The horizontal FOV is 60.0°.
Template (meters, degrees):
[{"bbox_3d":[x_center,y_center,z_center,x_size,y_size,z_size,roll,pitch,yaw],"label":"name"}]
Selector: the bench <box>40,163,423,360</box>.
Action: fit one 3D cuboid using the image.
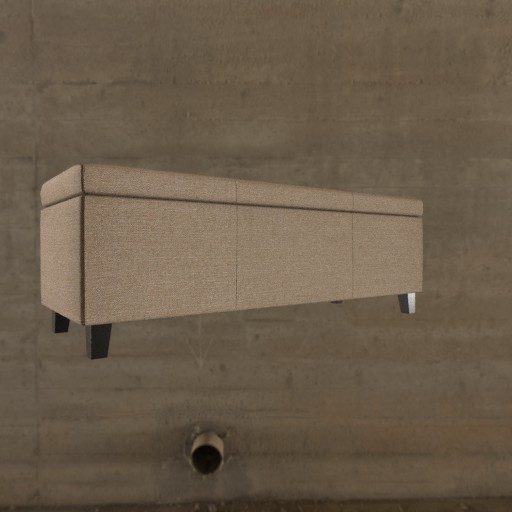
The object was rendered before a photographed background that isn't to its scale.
[{"bbox_3d":[0.000,0.000,1.484,1.269,0.438,0.446,-1,1,-36],"label":"bench"}]
